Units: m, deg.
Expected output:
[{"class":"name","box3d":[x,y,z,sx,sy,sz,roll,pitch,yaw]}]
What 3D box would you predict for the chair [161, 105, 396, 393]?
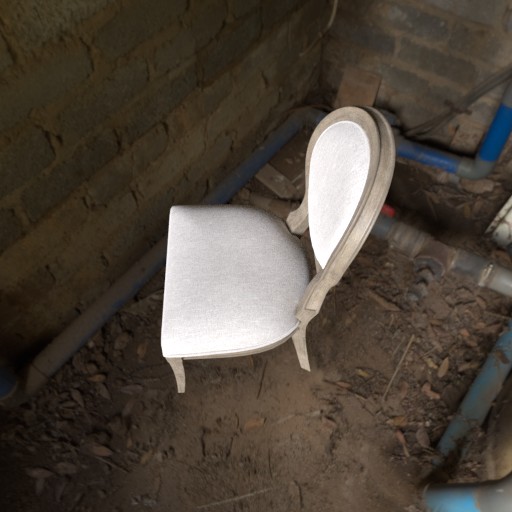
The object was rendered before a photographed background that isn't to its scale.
[{"class":"chair","box3d":[0.000,0.000,1.375,0.602,0.990,0.558,-2,57,-2]}]
